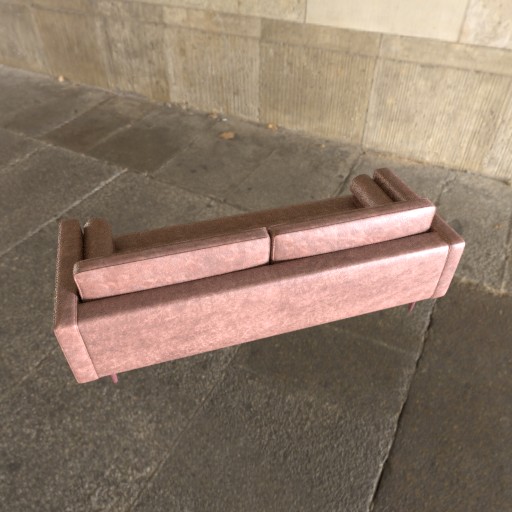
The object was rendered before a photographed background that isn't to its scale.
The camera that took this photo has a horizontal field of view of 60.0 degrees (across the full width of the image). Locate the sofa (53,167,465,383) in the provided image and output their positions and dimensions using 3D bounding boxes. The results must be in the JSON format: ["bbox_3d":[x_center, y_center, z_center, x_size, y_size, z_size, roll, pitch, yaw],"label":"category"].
[{"bbox_3d":[0.000,0.000,2.690,2.210,0.762,0.914,-11,43,-12],"label":"sofa"}]
